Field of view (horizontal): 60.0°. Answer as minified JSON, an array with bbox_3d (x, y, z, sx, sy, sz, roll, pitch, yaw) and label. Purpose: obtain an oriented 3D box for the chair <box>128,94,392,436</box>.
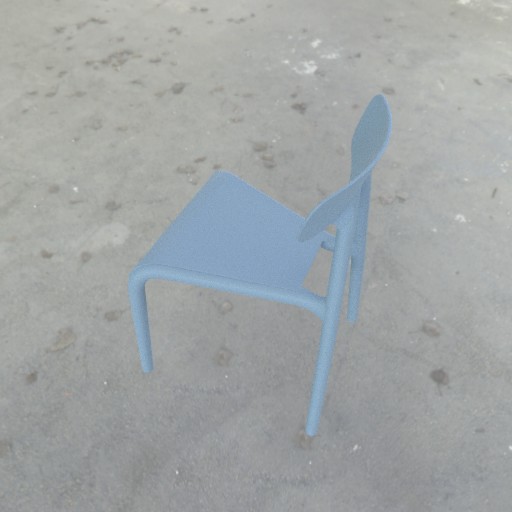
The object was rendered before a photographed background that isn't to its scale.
[{"bbox_3d":[0.000,0.000,0.824,0.401,0.580,0.356,18,50,16],"label":"chair"}]
